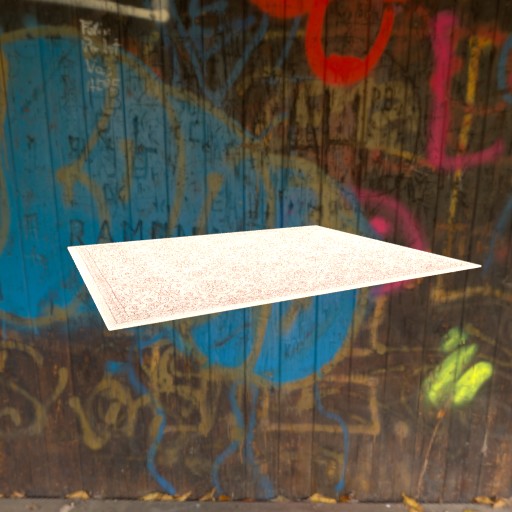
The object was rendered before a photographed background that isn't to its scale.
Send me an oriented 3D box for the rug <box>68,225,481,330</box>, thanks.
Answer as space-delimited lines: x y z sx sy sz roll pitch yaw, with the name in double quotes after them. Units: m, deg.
0.000 0.000 4.132 3.050 0.015 2.441 -7 15 -27 "rug"
